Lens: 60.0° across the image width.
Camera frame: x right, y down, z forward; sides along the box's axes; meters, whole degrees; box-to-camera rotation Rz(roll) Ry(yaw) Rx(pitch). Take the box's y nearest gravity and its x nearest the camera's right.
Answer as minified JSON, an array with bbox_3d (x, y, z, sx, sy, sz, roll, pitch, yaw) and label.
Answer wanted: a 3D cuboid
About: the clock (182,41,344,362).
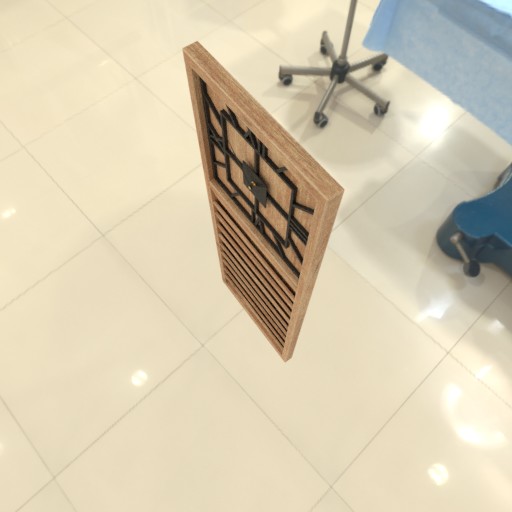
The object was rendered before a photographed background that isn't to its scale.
[{"bbox_3d":[0.000,0.000,1.085,0.030,0.965,0.361,-34,69,-15],"label":"clock"}]
